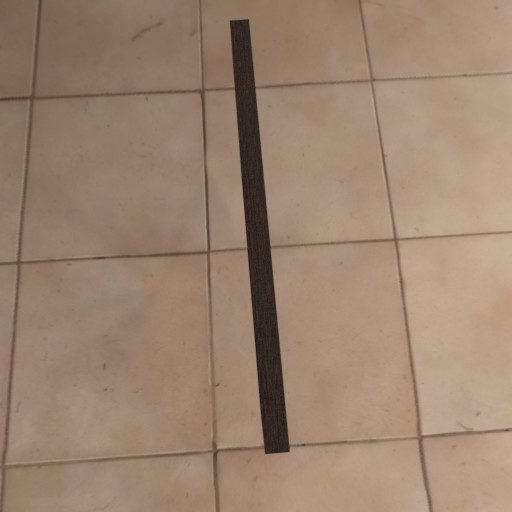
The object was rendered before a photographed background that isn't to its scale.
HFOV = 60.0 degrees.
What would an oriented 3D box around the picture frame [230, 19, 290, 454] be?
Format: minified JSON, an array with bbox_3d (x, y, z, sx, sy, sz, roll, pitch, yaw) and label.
[{"bbox_3d":[0.000,0.000,0.753,0.026,0.455,0.546,-5,76,-1],"label":"picture frame"}]
